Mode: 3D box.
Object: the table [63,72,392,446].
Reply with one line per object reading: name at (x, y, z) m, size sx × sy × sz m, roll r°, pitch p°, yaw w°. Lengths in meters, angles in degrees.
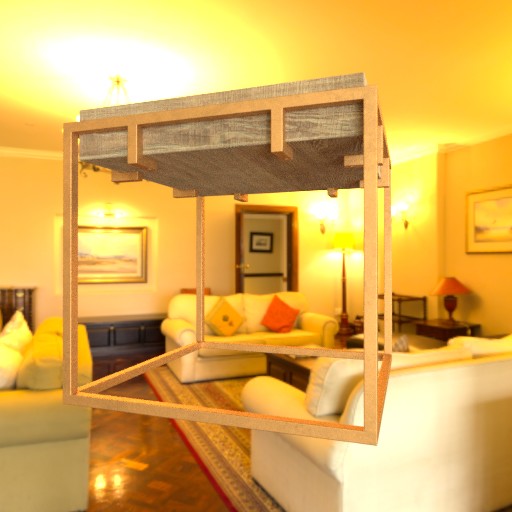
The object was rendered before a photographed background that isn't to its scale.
table at (0.000, 0.000, 1.059) m, size 0.599 × 0.584 × 0.599 m, roll 0°, pitch 0°, yaw 19°
